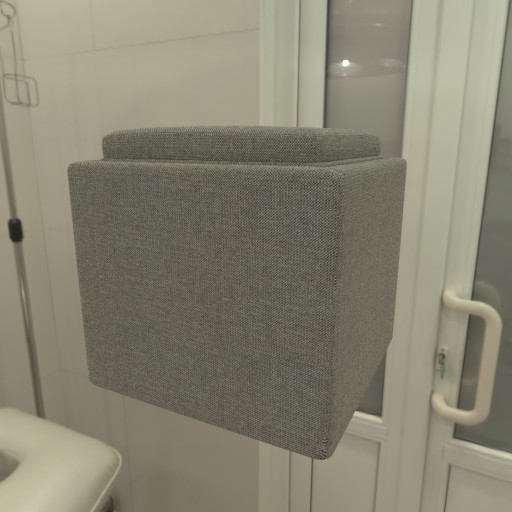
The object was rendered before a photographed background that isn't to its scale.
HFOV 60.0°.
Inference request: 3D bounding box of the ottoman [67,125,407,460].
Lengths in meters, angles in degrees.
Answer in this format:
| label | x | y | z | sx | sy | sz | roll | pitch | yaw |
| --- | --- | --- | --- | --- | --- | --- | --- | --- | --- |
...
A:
| label | x | y | z | sx | sy | sz | roll | pitch | yaw |
| --- | --- | --- | --- | --- | --- | --- | --- | --- | --- |
| ottoman | 0.000 | 0.000 | 0.825 | 0.450 | 0.460 | 0.450 | 7 | 16 | 26 |
